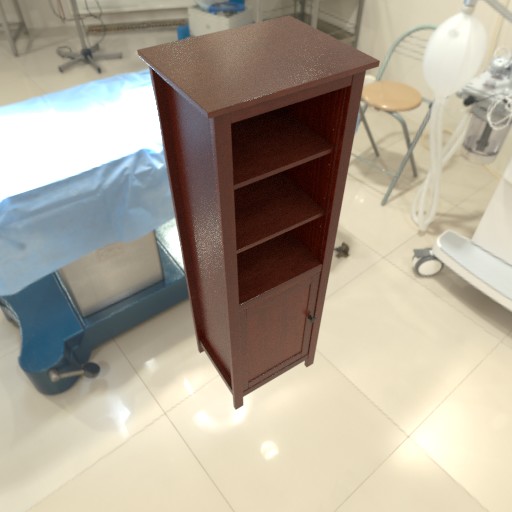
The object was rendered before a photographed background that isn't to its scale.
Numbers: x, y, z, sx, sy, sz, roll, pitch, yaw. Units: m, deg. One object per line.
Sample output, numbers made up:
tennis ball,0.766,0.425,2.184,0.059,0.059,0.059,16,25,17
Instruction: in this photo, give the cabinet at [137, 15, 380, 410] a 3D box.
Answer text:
cabinet,0.000,0.000,1.707,0.500,1.518,0.401,-25,51,-22
